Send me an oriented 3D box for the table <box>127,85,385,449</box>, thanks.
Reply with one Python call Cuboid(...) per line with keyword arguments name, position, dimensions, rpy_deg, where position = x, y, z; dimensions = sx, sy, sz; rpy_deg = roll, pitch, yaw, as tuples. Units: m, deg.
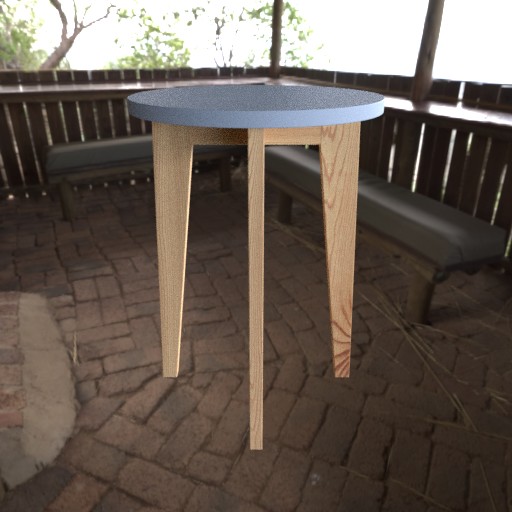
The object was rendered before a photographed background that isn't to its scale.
Cuboid(name="table", position=(0.000, 0.000, 0.728), dimensions=(0.350, 0.500, 0.350), rpy_deg=(0, 25, 0))
